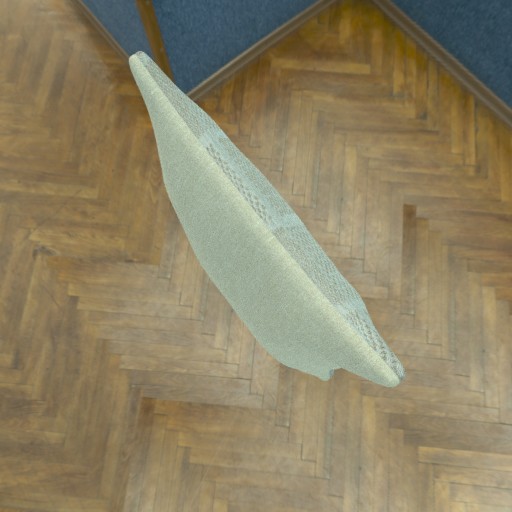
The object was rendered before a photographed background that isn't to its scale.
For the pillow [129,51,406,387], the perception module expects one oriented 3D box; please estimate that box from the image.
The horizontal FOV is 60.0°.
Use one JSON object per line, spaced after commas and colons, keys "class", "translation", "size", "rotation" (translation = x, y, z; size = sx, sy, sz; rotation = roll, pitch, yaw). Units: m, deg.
{"class": "pillow", "translation": [0.000, 0.000, 0.643], "size": [0.138, 0.432, 0.436], "rotation": [-36, 78, -9]}
